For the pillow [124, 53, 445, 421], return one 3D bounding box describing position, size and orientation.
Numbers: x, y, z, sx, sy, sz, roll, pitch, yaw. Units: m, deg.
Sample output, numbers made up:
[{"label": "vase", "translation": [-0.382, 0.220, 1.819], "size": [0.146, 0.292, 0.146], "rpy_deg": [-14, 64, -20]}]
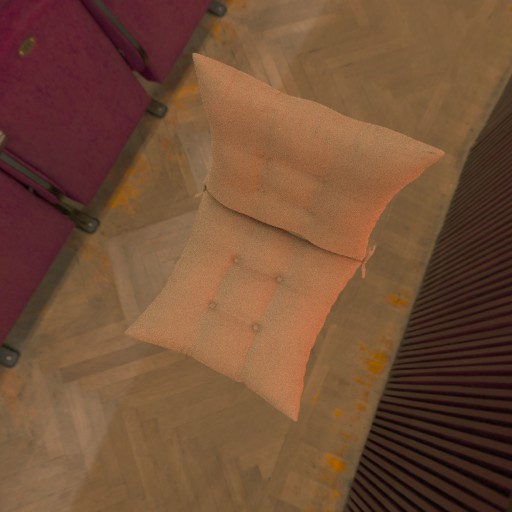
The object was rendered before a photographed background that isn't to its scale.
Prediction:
[{"label": "pillow", "translation": [0.000, 0.000, 1.007], "size": [0.541, 0.536, 0.585], "rpy_deg": [25, 76, 7]}]
